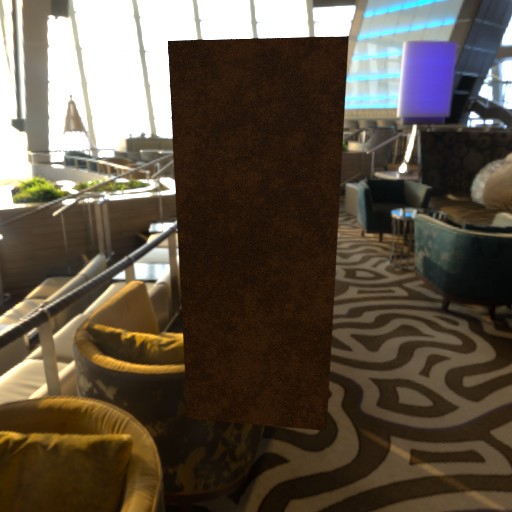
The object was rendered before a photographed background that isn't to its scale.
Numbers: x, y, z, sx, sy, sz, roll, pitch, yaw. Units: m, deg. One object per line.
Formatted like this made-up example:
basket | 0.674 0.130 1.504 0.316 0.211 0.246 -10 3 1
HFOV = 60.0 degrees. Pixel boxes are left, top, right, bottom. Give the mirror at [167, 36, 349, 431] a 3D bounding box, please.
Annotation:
mirror | 0.000 0.000 2.278 0.812 2.031 0.032 2 17 7
